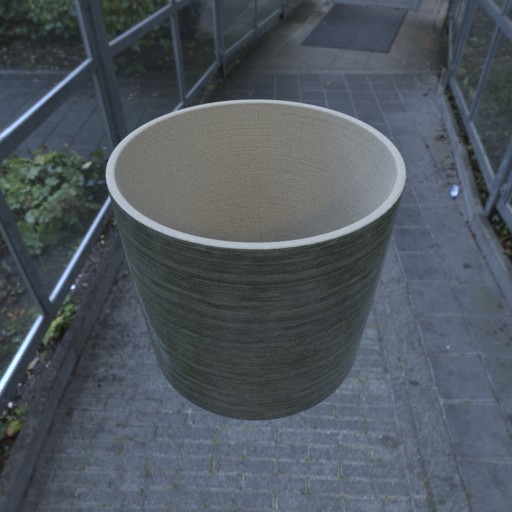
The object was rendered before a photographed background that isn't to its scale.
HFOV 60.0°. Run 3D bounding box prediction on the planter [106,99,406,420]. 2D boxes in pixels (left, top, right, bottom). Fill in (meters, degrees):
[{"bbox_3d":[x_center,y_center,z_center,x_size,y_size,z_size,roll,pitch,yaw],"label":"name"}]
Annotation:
[{"bbox_3d":[0.000,0.000,0.402,0.221,0.201,0.221,0,41,0],"label":"planter"}]
